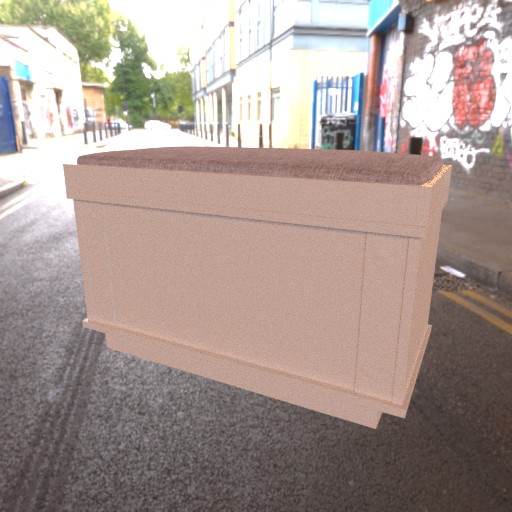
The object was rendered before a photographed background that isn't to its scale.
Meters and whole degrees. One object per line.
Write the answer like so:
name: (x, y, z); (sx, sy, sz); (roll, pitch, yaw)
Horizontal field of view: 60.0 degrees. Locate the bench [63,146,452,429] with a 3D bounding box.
bench: (0.000, 0.000, 0.989); (0.734, 0.461, 0.362); (9, 19, 26)
